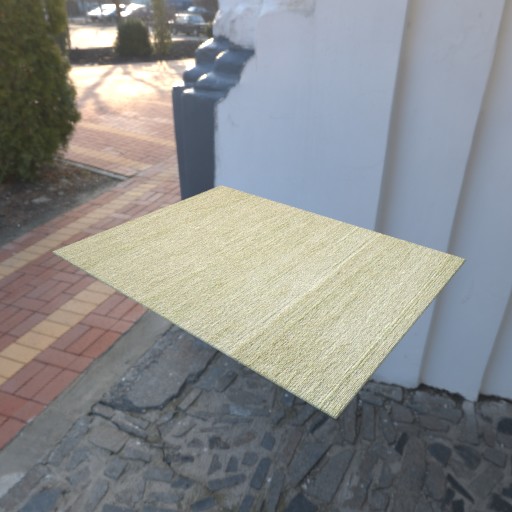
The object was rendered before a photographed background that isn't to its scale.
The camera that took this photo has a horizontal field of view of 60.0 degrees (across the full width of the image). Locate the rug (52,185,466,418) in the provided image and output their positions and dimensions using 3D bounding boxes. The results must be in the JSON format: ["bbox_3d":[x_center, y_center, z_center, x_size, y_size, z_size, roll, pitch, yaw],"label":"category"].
[{"bbox_3d":[0.000,0.000,4.289,3.198,0.016,2.425,22,36,34],"label":"rug"}]
